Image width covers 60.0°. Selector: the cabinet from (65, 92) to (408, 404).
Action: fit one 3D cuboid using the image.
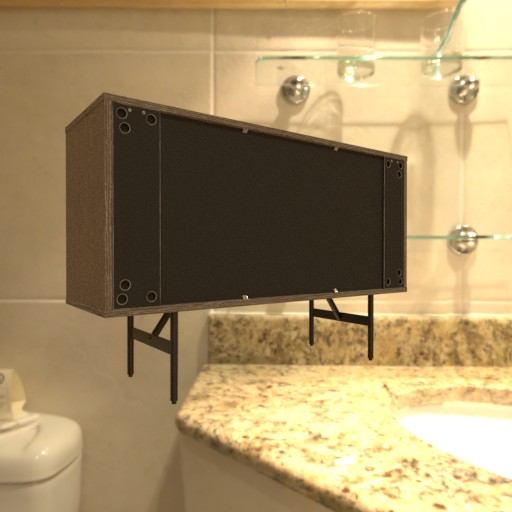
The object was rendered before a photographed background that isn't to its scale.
[{"bbox_3d":[0.000,0.000,1.570,1.194,0.787,0.405,0,1,-36],"label":"cabinet"}]
